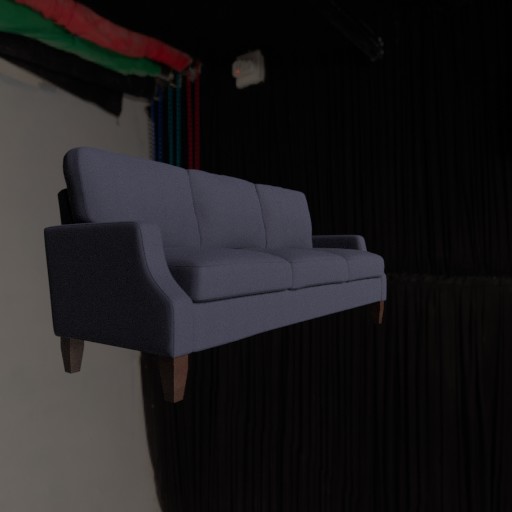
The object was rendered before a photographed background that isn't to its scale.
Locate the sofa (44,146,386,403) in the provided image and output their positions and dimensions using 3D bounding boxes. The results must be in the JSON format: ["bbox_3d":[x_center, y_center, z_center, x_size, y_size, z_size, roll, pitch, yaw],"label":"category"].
[{"bbox_3d":[0.000,0.000,2.578,0.888,0.984,2.115,1,1,35],"label":"sofa"}]
